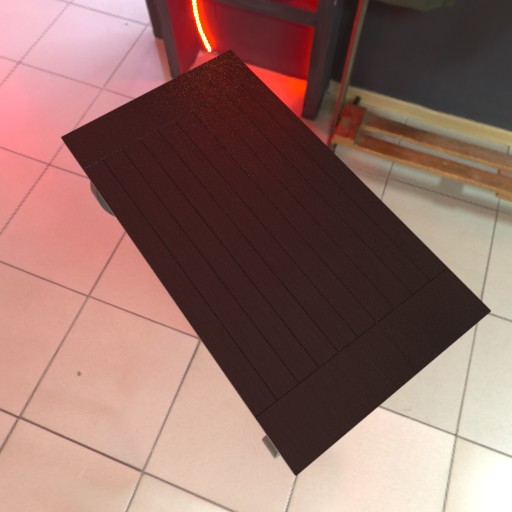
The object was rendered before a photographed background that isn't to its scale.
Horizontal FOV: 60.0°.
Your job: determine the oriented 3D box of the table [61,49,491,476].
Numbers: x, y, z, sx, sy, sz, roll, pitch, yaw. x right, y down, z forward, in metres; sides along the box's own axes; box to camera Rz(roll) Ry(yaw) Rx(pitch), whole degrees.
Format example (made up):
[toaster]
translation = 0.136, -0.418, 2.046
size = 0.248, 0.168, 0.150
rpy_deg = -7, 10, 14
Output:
[table]
translation = 0.000, 0.000, 1.365
size = 0.600, 0.494, 1.062
rpy_deg = -34, 70, -14
